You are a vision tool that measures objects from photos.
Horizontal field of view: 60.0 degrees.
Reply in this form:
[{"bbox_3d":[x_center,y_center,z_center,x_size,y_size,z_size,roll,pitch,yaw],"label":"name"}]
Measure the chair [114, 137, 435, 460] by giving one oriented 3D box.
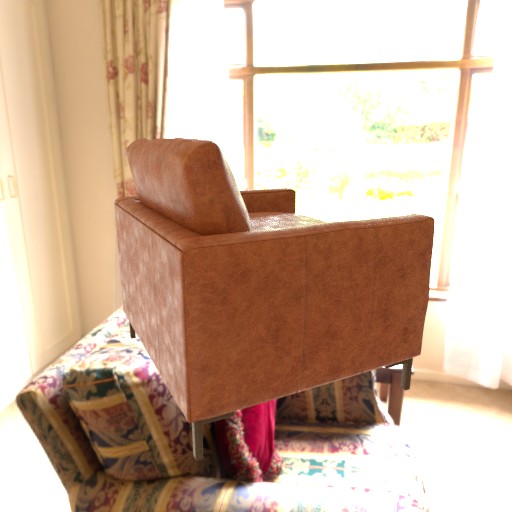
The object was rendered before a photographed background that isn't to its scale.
[{"bbox_3d":[0.000,0.000,1.681,0.862,0.869,0.967,-8,17,-26],"label":"chair"}]
